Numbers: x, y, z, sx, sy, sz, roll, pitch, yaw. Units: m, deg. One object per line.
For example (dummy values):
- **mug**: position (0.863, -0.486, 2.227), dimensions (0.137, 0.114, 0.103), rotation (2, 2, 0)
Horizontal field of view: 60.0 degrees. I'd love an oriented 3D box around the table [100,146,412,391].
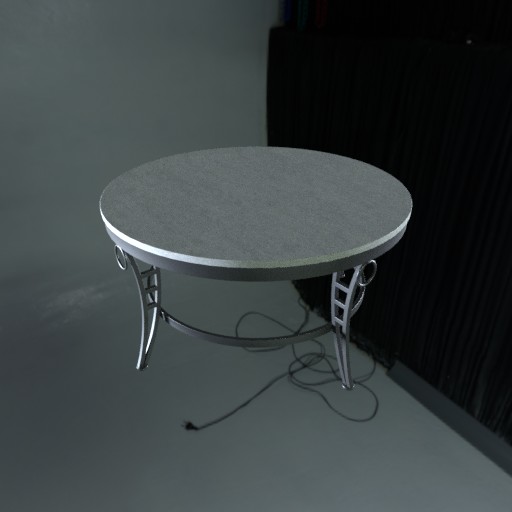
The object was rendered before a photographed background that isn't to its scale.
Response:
- **table**: position (0.000, 0.000, 1.434), dimensions (0.889, 0.470, 0.889), rotation (0, 29, 0)
